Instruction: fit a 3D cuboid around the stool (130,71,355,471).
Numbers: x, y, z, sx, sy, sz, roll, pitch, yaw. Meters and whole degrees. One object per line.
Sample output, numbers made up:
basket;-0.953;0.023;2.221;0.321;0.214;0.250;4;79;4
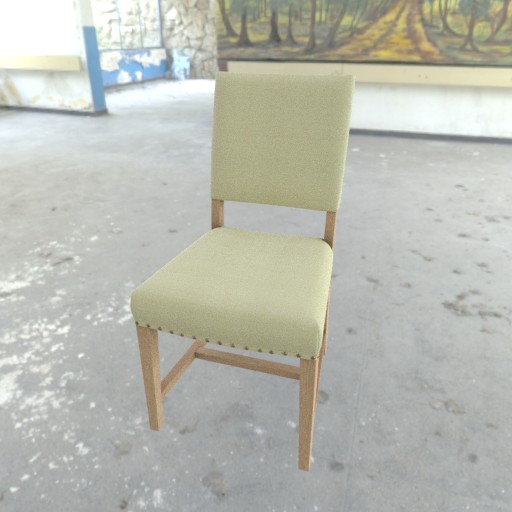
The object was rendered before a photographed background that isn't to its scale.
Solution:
stool;0.000;0.000;1.338;0.508;0.986;0.623;8;28;16
